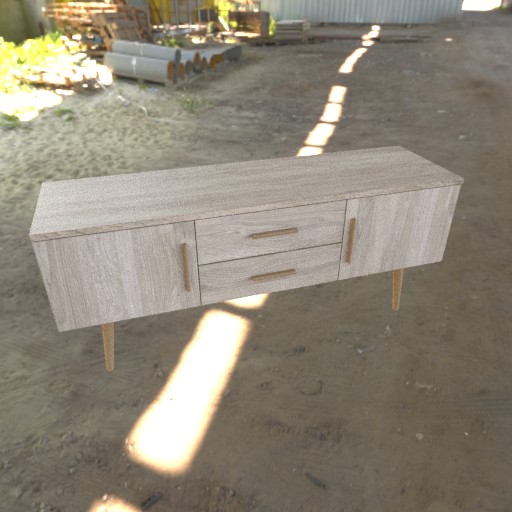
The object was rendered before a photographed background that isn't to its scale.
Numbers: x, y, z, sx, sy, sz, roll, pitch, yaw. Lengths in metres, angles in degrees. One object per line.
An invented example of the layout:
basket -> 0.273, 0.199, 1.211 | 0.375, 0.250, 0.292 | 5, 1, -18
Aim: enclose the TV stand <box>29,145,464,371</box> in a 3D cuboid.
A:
TV stand -> 0.000, 0.000, 1.577 | 1.313, 0.565, 0.401 | -9, 32, -15
